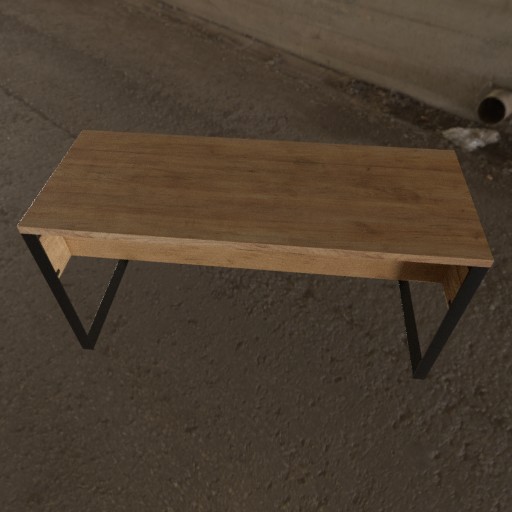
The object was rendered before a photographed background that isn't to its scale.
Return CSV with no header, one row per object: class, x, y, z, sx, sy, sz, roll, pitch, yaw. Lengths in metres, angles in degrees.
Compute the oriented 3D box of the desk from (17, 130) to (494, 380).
desk,0.000,0.000,1.886,1.520,0.760,0.600,4,47,4
